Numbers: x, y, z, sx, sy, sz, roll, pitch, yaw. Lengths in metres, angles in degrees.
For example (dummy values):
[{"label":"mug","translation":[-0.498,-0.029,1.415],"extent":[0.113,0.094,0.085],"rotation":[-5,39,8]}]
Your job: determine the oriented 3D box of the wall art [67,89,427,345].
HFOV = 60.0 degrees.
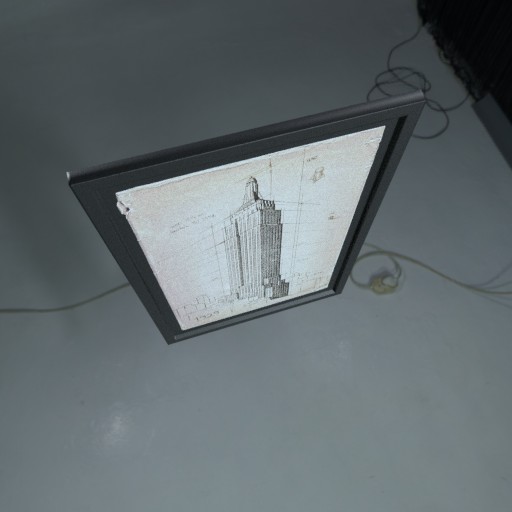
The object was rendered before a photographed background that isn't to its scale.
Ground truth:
[{"label":"wall art","translation":[0.000,0.000,0.552],"extent":[0.303,0.431,0.013],"rotation":[-15,64,-8]}]
